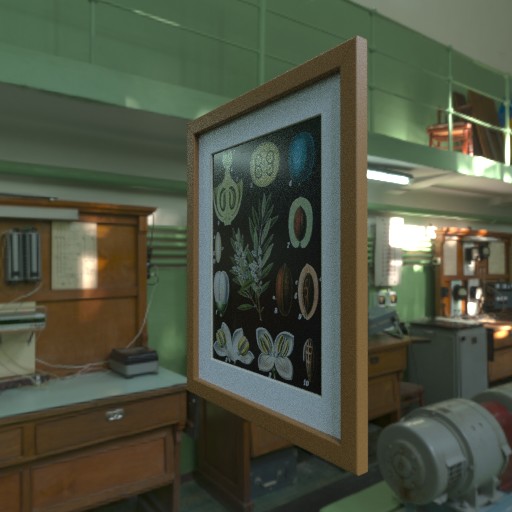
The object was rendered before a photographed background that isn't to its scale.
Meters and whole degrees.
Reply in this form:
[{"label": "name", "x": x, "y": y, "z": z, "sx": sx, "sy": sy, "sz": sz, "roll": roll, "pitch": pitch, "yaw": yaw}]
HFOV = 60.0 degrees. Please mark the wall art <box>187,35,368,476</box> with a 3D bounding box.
[{"label": "wall art", "x": 0.000, "y": 0.000, "z": 0.737, "sx": 0.021, "sy": 0.550, "sz": 0.449, "roll": 0, "pitch": 0, "yaw": -37}]
